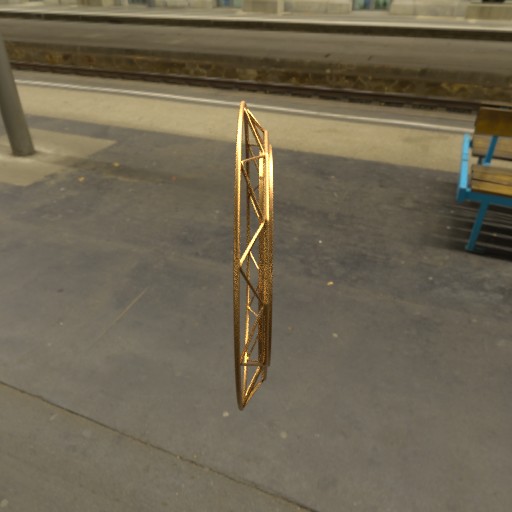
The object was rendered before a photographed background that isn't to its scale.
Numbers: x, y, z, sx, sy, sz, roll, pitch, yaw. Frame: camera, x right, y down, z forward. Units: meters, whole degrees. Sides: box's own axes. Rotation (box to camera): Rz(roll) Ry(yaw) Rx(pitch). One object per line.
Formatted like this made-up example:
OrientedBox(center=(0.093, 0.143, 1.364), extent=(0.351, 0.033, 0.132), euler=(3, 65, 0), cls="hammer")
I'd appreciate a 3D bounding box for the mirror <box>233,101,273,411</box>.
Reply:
OrientedBox(center=(0.000, 0.000, 0.687), extent=(0.043, 0.454, 0.454), euler=(0, 33, 1), cls="mirror")
